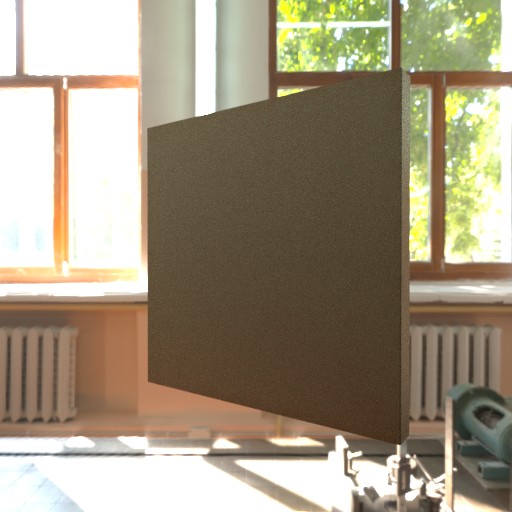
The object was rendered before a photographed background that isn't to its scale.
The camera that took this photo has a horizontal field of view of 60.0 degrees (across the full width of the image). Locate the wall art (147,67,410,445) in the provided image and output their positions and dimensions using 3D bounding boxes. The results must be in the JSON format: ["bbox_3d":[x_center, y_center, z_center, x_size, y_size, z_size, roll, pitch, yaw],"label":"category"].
[{"bbox_3d":[0.000,0.000,0.754,0.503,0.506,0.040,0,1,35],"label":"wall art"}]
